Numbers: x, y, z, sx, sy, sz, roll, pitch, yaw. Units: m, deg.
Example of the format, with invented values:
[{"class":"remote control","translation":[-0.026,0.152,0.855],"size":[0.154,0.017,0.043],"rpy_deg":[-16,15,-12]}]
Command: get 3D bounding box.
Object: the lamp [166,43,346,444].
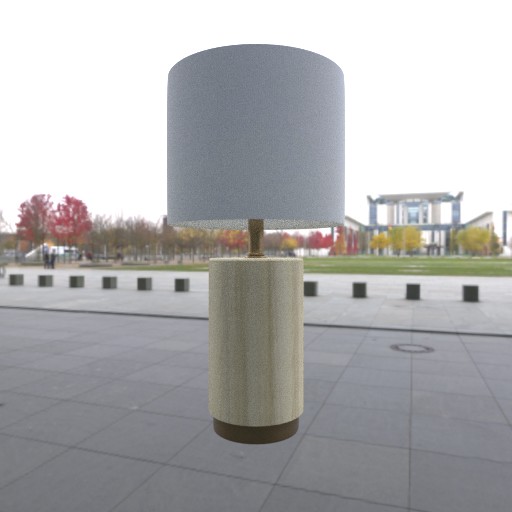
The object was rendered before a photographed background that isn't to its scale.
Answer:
[{"class":"lamp","translation":[0.000,0.000,0.576],"size":[0.228,0.444,0.228],"rpy_deg":[0,1,35]}]
